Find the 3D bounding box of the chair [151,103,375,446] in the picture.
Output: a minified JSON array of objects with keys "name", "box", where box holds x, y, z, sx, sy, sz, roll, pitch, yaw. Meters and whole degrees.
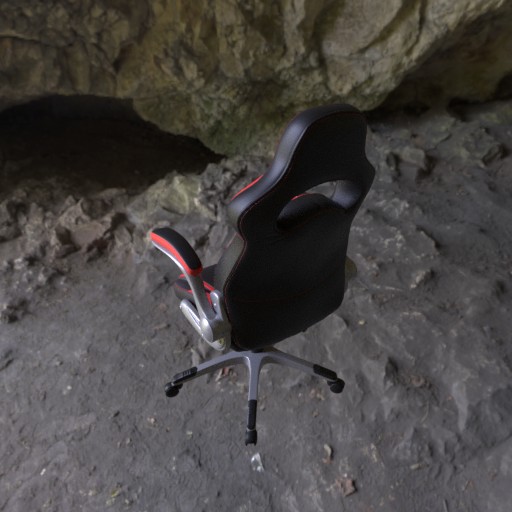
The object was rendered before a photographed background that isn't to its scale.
[{"name":"chair","box":[0.000,0.000,1.609,0.758,1.165,0.712,-20,36,-30]}]
